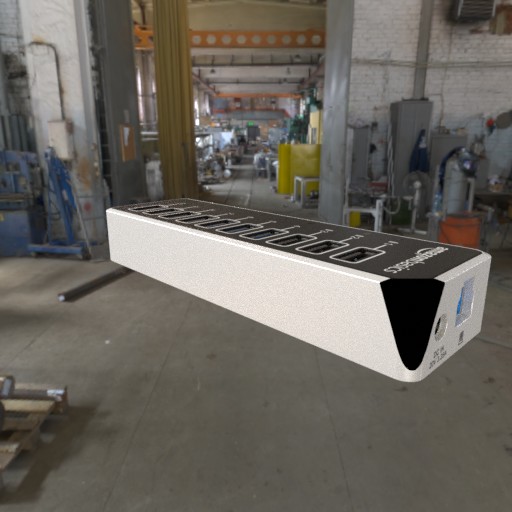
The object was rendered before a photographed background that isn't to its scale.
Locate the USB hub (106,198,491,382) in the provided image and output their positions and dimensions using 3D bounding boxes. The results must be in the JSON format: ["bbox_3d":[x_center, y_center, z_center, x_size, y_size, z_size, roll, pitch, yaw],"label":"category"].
[{"bbox_3d":[0.000,0.000,0.160,0.044,0.023,0.145,-15,22,-43],"label":"USB hub"}]
